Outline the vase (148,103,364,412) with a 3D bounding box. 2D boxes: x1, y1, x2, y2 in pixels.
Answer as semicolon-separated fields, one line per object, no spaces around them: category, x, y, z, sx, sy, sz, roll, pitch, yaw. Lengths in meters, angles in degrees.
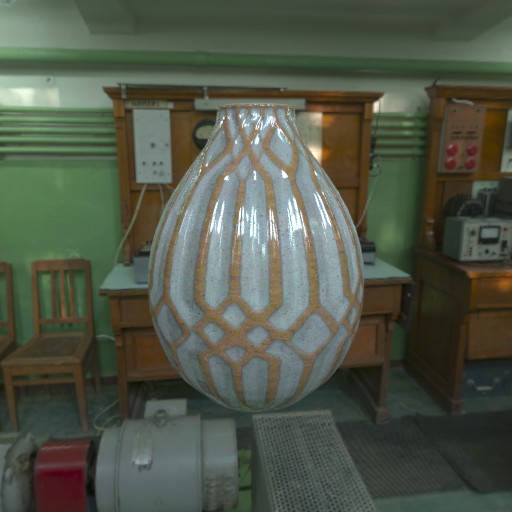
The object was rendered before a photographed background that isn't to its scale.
vase;0.000;0.000;0.272;0.131;0.175;0.131;0;14;0
